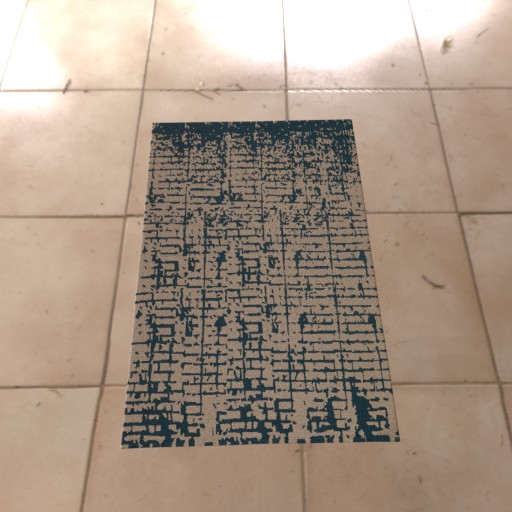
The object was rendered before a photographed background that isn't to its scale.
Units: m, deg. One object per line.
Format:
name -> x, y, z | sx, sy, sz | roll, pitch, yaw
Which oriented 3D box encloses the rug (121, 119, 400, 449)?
rug -> 0.000, 0.000, 2.323 | 1.220, 0.007, 1.828 | -1, 65, -1
